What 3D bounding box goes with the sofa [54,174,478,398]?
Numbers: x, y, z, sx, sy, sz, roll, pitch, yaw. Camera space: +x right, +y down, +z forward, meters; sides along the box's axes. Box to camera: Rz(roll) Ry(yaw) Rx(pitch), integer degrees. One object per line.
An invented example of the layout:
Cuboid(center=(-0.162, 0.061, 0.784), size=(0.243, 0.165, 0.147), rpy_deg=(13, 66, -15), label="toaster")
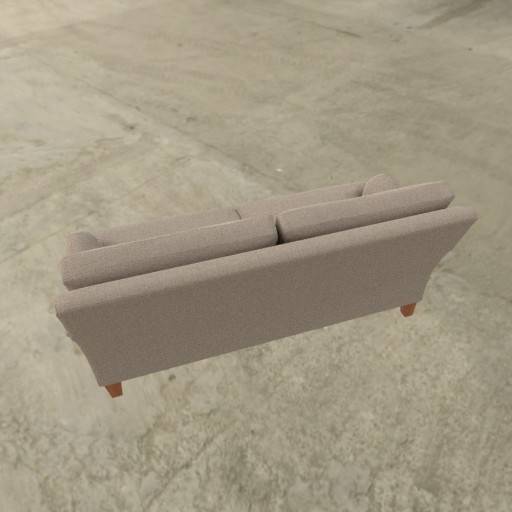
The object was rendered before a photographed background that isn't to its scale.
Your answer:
Cuboid(center=(0.000, 0.000, 2.731), size=(2.160, 1.054, 1.087), rpy_deg=(-12, 44, -13), label="sofa")
